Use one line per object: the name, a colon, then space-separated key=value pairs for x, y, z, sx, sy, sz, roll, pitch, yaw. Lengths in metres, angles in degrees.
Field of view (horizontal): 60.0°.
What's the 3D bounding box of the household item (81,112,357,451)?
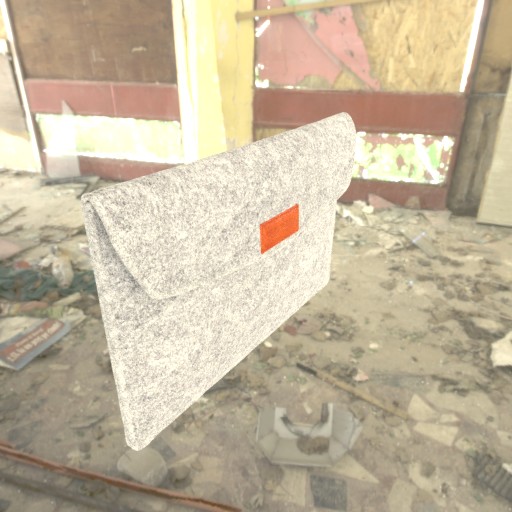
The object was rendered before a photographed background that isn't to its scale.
household item: x=0.000 y=0.000 z=0.424 sx=0.057 sy=0.221 sz=0.335 roll=18 pitch=33 yaw=31
